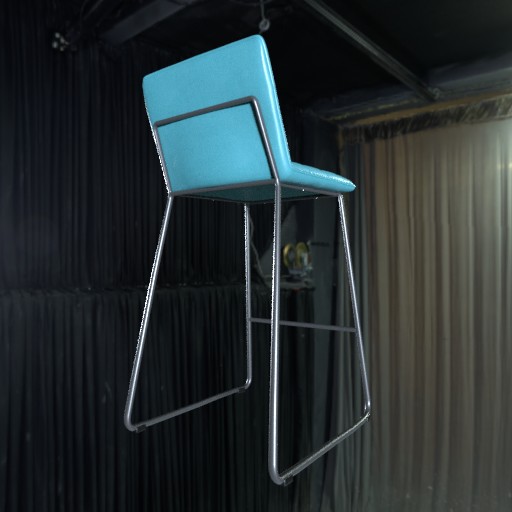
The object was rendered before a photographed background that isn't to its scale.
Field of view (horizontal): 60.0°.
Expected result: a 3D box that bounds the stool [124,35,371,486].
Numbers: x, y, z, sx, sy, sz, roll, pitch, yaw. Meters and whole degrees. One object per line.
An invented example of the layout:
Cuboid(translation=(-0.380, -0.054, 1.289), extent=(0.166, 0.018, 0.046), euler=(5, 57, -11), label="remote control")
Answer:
Cuboid(translation=(0.000, 0.000, 1.227), extent=(0.489, 0.936, 0.524), euler=(0, 0, 36), label="stool")
